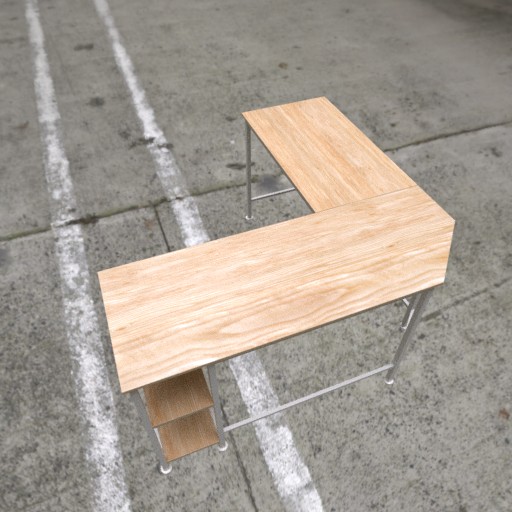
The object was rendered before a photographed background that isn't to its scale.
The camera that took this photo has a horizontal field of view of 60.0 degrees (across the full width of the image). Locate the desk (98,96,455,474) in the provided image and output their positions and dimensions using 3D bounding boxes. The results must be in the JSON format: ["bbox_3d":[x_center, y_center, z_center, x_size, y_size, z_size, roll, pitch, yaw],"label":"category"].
[{"bbox_3d":[0.000,0.000,2.161,1.379,0.739,1.379,-16,49,-15],"label":"desk"}]
